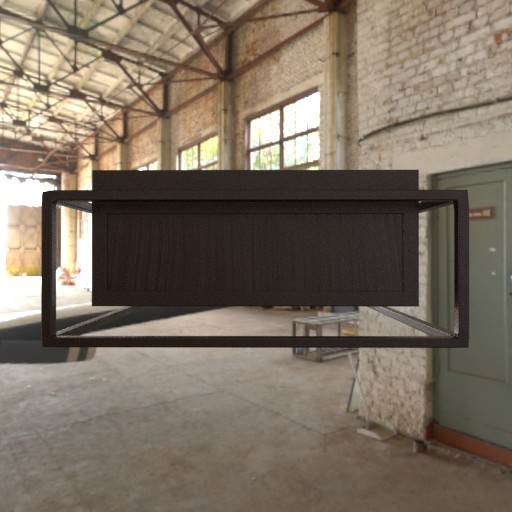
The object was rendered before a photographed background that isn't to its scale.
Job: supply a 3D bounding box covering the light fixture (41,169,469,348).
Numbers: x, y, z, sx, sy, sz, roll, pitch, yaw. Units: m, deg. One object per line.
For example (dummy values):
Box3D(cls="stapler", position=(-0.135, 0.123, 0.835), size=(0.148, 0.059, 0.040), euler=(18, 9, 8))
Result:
Box3D(cls="light fixture", position=(0.000, 0.000, 0.677), size=(0.441, 0.191, 0.441), euler=(0, 0, 0))
